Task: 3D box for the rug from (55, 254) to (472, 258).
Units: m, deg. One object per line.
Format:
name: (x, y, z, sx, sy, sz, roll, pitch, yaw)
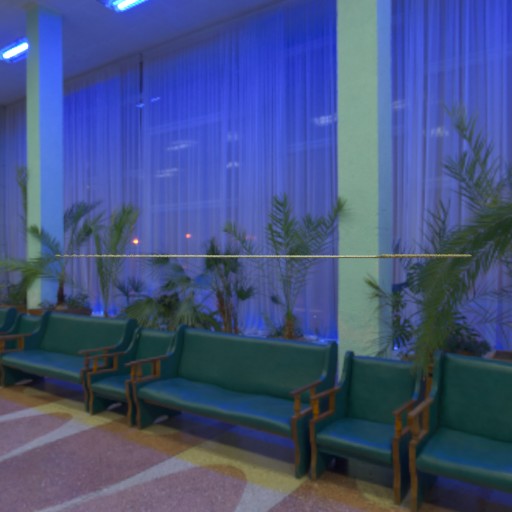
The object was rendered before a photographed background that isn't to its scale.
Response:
rug: (0.000, 0.000, 3.030, 2.435, 0.018, 1.540, 0, 0, 37)
